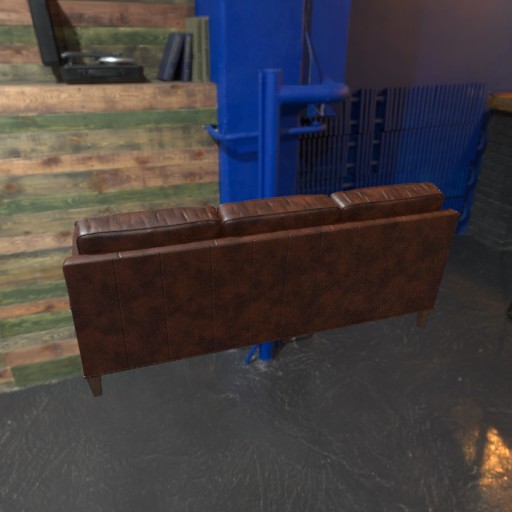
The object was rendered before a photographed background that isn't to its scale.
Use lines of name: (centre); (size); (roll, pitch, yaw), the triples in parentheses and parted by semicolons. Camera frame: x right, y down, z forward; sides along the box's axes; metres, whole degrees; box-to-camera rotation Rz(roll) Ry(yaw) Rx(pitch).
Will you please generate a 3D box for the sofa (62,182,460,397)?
sofa: (0.000, 0.000, 2.871); (2.240, 1.003, 1.084); (-8, 27, -16)
